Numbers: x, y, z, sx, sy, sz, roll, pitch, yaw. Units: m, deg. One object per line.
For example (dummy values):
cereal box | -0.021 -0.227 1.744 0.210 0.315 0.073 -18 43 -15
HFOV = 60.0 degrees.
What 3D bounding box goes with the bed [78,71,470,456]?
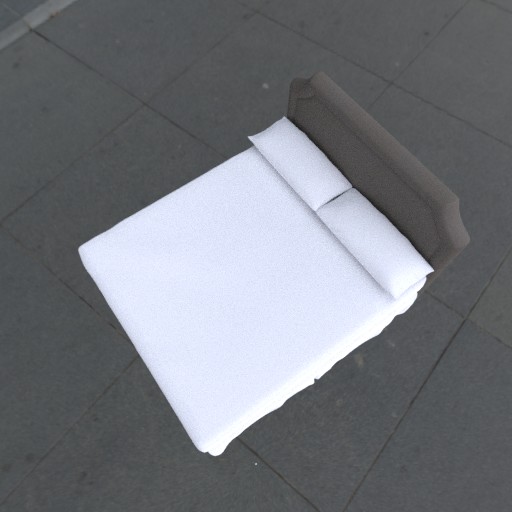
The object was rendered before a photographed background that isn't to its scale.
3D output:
bed | 0.000 0.000 3.852 2.536 1.561 2.194 -33 69 -14
